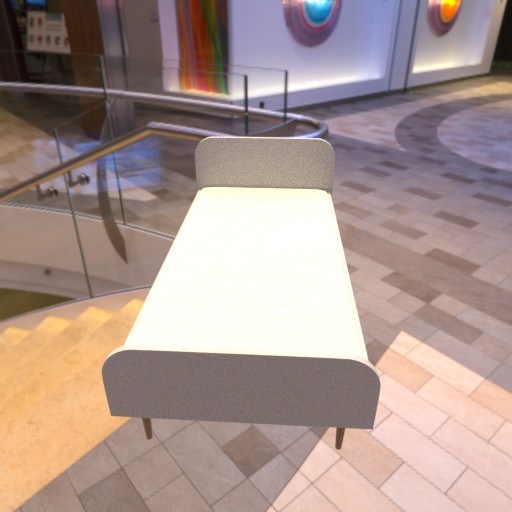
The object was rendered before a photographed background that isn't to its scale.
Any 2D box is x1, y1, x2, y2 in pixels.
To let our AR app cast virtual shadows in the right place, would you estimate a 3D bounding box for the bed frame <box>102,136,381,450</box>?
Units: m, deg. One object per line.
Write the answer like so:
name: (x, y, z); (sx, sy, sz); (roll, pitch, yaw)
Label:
bed frame: (0.000, 0.000, 2.449); (0.998, 0.805, 1.963); (2, 30, 3)
